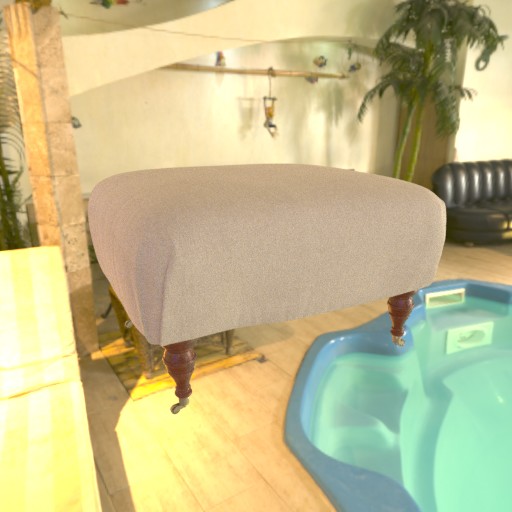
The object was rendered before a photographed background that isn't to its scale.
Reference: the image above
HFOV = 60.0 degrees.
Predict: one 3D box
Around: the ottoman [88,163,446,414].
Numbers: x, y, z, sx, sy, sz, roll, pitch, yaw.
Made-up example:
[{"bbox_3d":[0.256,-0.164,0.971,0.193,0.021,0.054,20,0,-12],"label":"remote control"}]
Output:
[{"bbox_3d":[0.000,0.000,1.139,0.746,0.450,0.622,-9,19,-26],"label":"ottoman"}]
